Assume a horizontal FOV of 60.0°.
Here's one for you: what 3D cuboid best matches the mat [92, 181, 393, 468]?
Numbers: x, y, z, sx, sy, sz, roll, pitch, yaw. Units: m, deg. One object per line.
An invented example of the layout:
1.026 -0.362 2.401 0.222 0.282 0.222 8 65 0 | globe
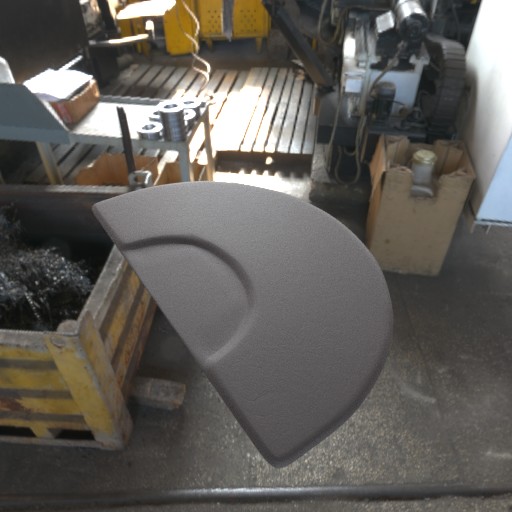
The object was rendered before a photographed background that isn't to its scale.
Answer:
0.000 0.000 1.854 0.917 0.022 1.525 -24 47 -25 | mat
